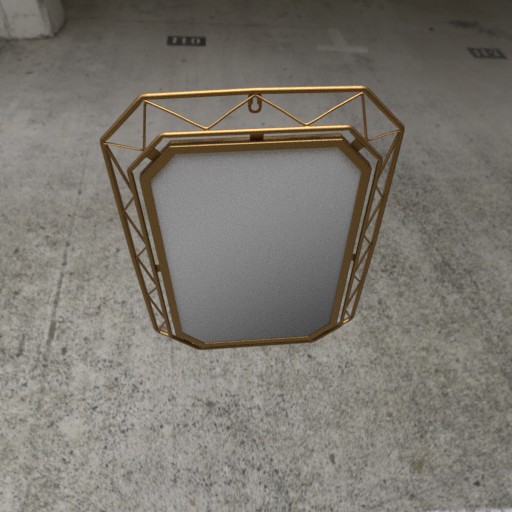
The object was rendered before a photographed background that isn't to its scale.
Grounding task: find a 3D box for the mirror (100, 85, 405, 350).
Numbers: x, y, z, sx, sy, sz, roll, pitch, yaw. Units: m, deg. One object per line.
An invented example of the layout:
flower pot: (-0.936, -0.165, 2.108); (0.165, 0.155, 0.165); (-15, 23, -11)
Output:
mirror: (0.000, 0.000, 0.738); (0.417, 0.566, 0.042); (-3, 46, -3)
